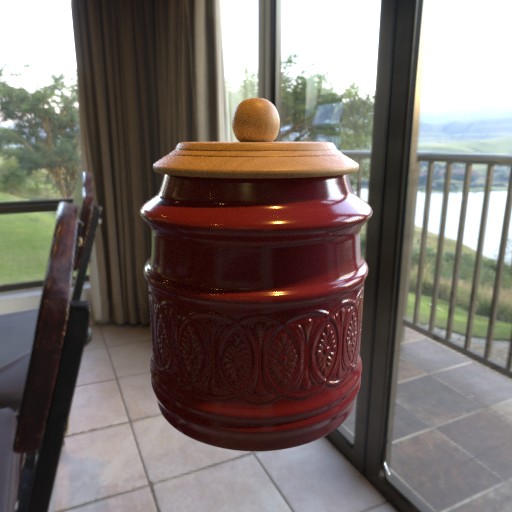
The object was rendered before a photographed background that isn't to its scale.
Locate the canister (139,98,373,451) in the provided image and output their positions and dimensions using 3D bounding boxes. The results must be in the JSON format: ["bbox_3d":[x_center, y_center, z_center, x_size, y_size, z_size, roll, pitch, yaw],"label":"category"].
[{"bbox_3d":[0.000,0.000,0.262,0.130,0.176,0.130,0,15,0],"label":"canister"}]
